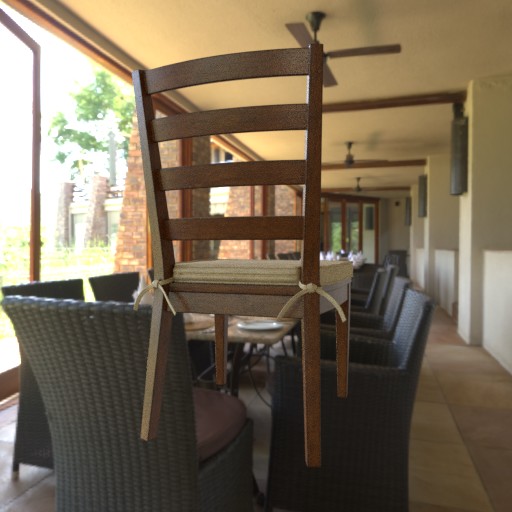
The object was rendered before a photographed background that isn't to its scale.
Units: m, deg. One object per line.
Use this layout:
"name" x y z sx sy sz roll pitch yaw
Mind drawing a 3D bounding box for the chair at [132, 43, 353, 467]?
"chair" 0.000 0.000 1.345 0.593 0.979 0.595 0 1 19
